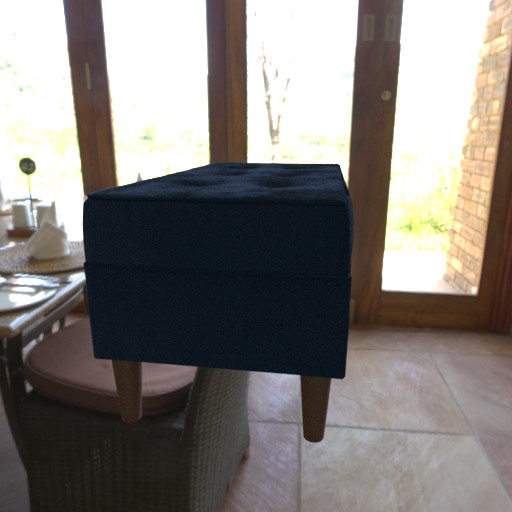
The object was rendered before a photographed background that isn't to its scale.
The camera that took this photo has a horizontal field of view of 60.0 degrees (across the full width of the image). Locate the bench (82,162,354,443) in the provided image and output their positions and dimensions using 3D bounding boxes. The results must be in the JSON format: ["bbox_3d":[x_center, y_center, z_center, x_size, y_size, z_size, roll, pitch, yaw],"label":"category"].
[{"bbox_3d":[0.000,0.000,1.268,0.489,0.467,1.010,2,15,9],"label":"bench"}]
